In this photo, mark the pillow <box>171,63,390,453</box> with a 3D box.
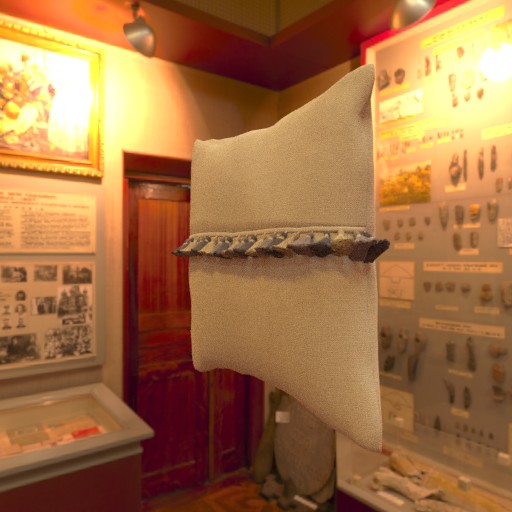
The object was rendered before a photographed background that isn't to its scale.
[{"bbox_3d":[0.000,0.000,0.721,0.165,0.481,0.489,0,0,-35],"label":"pillow"}]
